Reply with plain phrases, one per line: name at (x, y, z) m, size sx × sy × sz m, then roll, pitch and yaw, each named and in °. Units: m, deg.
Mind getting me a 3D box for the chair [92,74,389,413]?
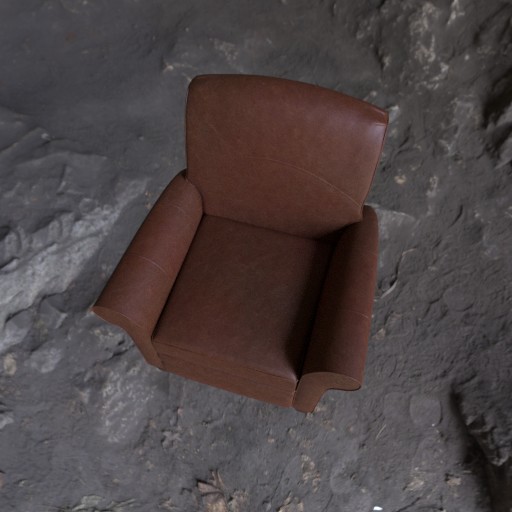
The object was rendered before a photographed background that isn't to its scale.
chair at (0.000, 0.000, 1.802) m, size 0.978 × 1.061 × 0.902 m, roll 14°, pitch 58°, yaw 9°
